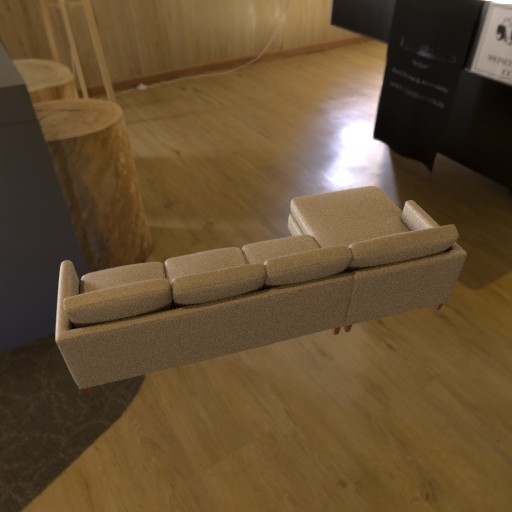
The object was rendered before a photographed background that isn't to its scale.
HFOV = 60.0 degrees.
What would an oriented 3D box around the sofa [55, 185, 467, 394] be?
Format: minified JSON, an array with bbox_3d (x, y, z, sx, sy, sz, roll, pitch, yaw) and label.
[{"bbox_3d":[0.000,0.000,3.935,3.201,0.876,1.502,-11,42,-12],"label":"sofa"}]
